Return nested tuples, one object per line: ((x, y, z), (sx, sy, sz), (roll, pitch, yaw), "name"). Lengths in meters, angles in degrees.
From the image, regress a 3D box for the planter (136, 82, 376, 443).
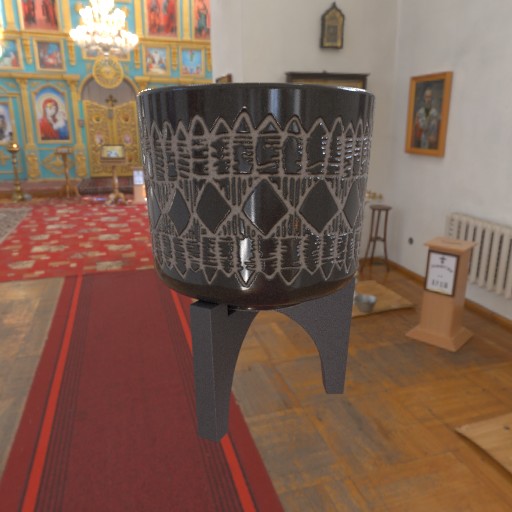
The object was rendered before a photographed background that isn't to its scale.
((0.000, 0.000, 0.521), (0.251, 0.355, 0.251), (8, 17, 27), "planter")
